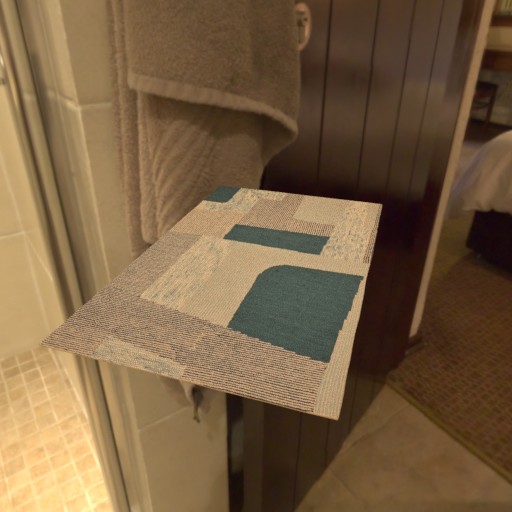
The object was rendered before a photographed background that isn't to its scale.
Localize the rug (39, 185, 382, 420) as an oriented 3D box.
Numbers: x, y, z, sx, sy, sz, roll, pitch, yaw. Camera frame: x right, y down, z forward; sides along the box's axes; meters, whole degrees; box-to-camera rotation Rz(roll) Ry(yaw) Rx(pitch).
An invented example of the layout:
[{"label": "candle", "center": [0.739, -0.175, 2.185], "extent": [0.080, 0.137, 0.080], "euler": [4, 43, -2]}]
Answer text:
[{"label": "rug", "center": [0.000, 0.000, 3.048], "extent": [1.521, 0.015, 2.436], "euler": [9, 30, 16]}]
